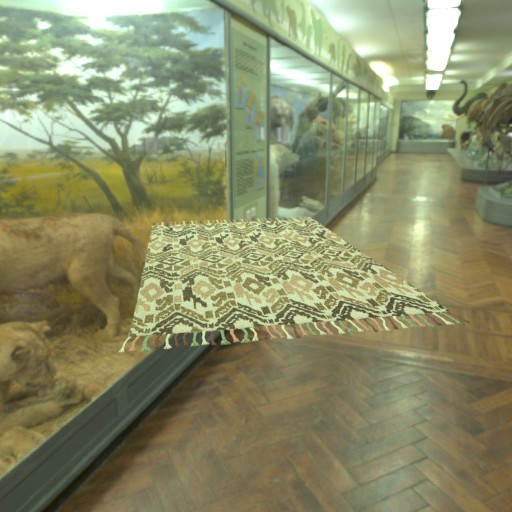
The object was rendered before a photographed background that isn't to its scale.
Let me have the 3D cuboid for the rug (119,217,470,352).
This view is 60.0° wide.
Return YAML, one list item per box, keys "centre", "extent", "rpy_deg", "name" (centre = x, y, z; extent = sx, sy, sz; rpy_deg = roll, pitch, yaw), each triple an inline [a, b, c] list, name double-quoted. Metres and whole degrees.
- centre: [0.000, 0.000, 2.997]
  extent: [1.524, 0.008, 2.438]
  rpy_deg: [-3, 17, -10]
  name: "rug"
